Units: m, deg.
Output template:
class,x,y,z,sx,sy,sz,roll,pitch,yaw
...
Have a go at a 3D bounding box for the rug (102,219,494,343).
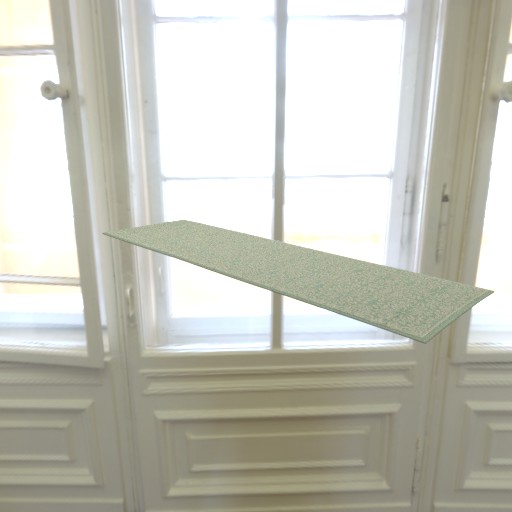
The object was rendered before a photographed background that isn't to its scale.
class,x,y,z,sx,sy,sz,roll,pitch,yaw
rug,0.000,0.000,2.396,2.196,0.011,0.662,15,22,43
